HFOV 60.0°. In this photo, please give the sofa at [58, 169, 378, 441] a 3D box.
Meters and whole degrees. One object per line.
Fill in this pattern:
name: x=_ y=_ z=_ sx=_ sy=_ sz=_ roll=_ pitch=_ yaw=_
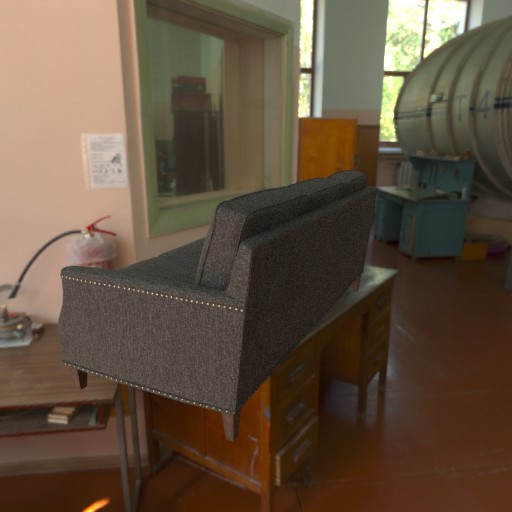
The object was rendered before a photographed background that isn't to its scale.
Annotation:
sofa: x=0.000 y=0.000 z=2.847 sx=1.084 sy=1.003 sz=2.246 roll=7 pitch=17 yaw=26
